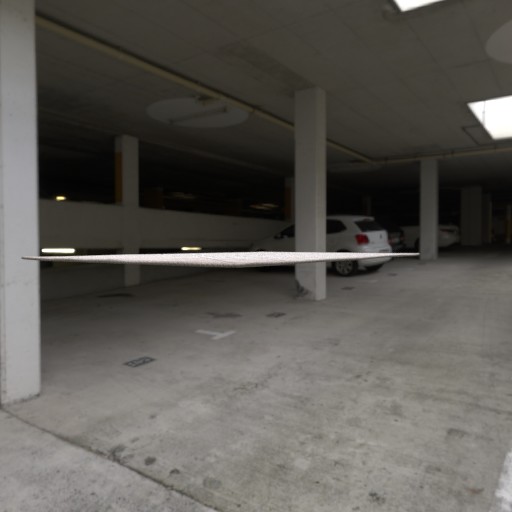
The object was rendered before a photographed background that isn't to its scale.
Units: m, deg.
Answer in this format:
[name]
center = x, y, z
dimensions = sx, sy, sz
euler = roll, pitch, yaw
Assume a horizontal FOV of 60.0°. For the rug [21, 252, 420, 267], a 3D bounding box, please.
[rug]
center = 0.000, 0.000, 3.084
dimensions = 1.575, 0.023, 2.459
euler = 1, 2, 35
